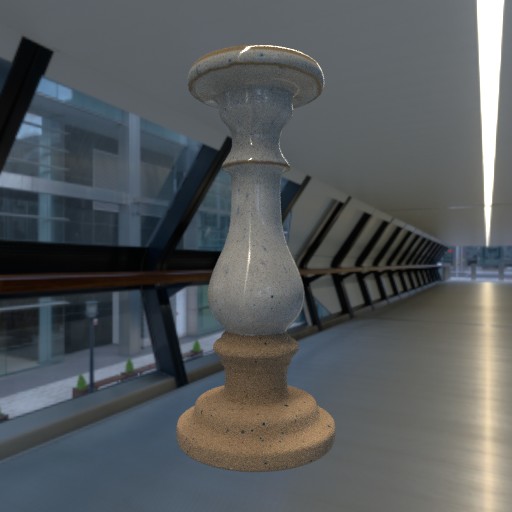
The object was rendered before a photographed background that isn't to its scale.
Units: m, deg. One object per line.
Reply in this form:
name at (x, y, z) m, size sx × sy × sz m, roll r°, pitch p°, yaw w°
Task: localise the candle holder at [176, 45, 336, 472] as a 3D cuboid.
candle holder at (0.000, 0.000, 0.248) m, size 0.088 × 0.203 × 0.088 m, roll 0°, pitch 0°, yaw 0°
